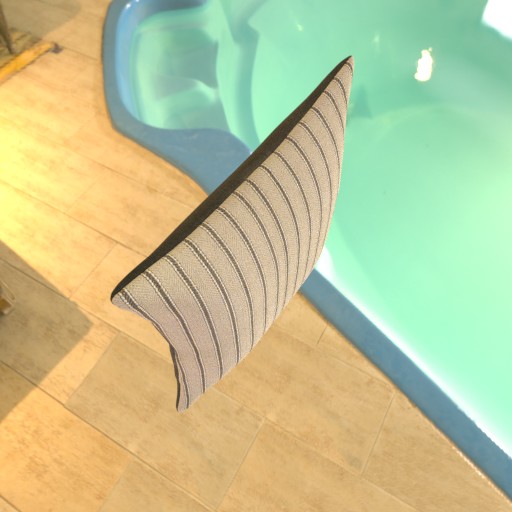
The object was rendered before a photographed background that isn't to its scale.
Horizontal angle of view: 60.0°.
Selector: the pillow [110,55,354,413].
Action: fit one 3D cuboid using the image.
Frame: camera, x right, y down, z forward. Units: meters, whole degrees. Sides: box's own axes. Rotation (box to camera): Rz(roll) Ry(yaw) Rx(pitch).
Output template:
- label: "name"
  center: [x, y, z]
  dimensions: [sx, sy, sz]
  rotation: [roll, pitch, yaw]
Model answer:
- label: "pillow"
  center: [0.000, 0.000, 0.699]
  dimensions: [0.138, 0.444, 0.468]
  rotation: [32, 63, 18]
